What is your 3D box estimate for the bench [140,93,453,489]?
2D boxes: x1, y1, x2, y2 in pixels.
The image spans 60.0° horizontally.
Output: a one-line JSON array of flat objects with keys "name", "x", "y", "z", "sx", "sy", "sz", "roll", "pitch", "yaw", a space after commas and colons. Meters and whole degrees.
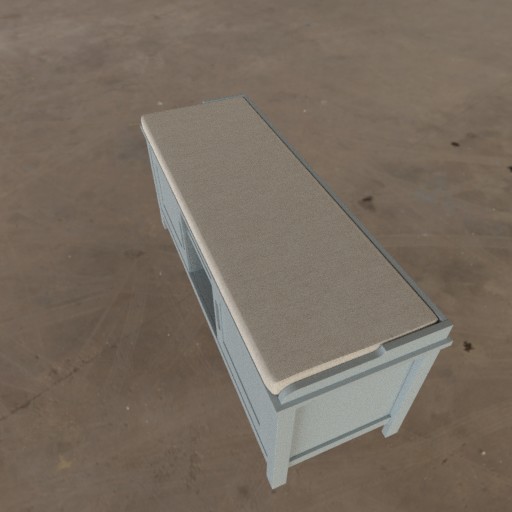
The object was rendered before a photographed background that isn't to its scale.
[{"name": "bench", "x": 0.000, "y": 0.000, "z": 1.367, "sx": 0.398, "sy": 0.501, "sz": 1.140, "roll": -17, "pitch": 47, "yaw": -16}]
